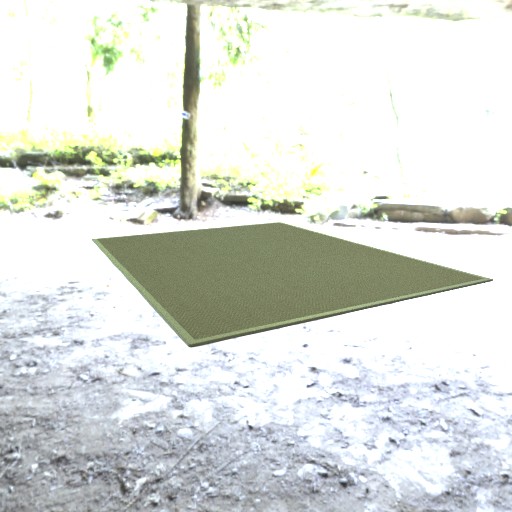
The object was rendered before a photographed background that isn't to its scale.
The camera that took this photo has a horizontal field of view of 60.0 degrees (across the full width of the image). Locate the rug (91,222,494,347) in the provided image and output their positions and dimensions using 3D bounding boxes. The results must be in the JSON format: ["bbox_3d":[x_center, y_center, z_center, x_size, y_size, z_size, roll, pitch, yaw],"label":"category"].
[{"bbox_3d":[0.000,0.000,4.043,2.407,0.020,3.051,-7,15,-28],"label":"rug"}]
